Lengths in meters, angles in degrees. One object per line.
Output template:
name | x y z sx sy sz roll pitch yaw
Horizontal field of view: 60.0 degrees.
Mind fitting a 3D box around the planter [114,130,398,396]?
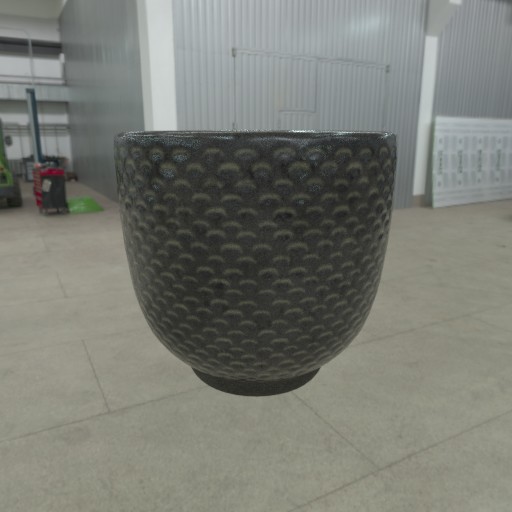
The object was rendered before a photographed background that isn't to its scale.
planter | 0.000 0.000 0.298 0.172 0.160 0.172 0 15 0
